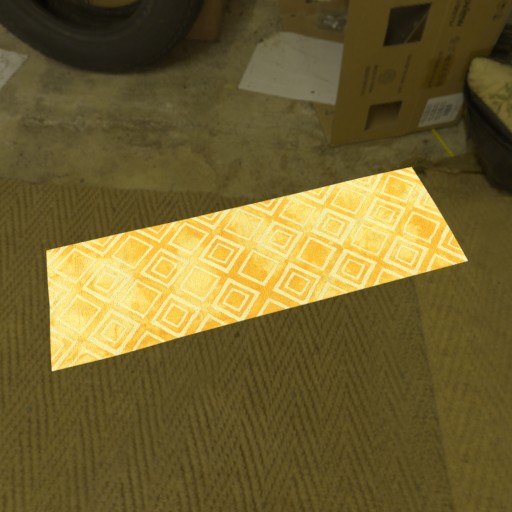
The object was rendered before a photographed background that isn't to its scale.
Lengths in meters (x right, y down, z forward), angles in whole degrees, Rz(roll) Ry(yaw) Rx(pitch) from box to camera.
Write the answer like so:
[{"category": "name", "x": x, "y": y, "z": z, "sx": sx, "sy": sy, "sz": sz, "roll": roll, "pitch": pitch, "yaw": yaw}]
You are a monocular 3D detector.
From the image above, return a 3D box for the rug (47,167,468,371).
[{"category": "rug", "x": 0.000, "y": 0.000, "z": 2.673, "sx": 2.438, "sy": 0.010, "sz": 0.775, "roll": -14, "pitch": 61, "yaw": -8}]
